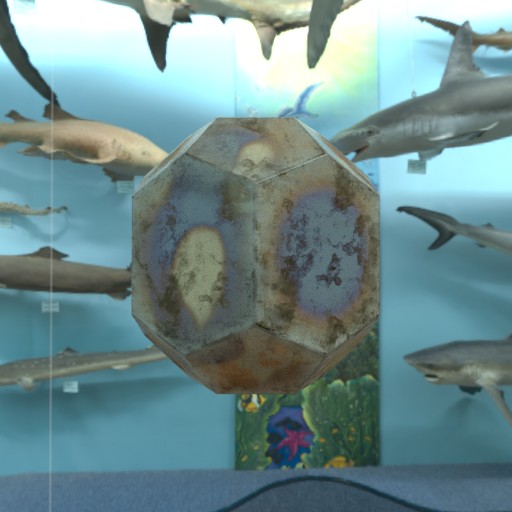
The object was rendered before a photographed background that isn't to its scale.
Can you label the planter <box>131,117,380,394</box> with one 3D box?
[{"bbox_3d":[0.000,0.000,0.437,0.221,0.238,0.243,0,-1,0],"label":"planter"}]
